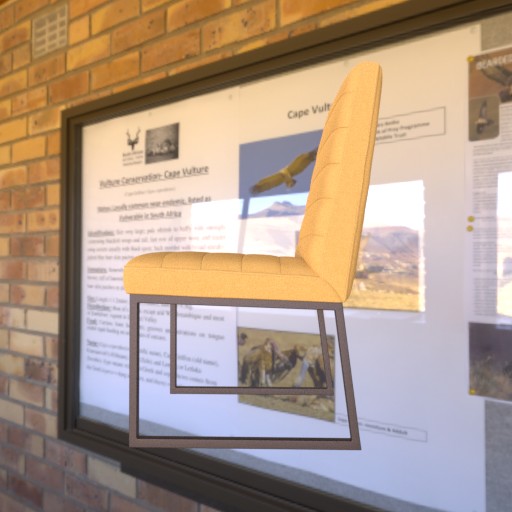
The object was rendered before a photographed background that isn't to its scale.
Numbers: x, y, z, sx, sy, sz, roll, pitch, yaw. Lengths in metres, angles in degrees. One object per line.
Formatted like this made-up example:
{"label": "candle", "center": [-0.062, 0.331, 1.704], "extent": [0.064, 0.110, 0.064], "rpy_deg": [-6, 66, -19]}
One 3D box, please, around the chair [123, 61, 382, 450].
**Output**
{"label": "chair", "center": [0.000, 0.000, 1.296], "extent": [0.634, 0.930, 0.520], "rpy_deg": [0, -1, 2]}
